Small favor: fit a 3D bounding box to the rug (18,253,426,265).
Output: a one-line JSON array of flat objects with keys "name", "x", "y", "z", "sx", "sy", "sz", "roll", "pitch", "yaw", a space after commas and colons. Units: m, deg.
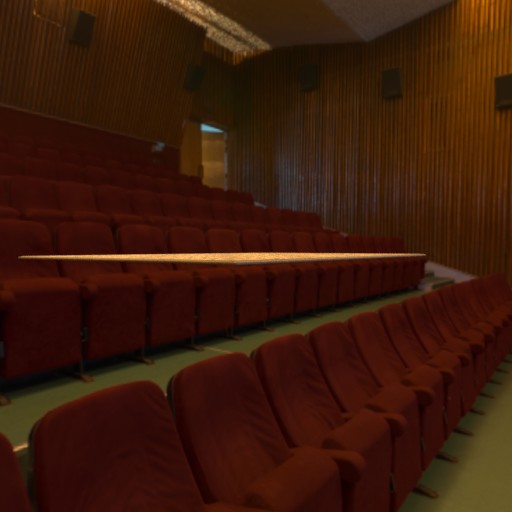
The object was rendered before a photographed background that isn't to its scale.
[{"name": "rug", "x": 0.000, "y": 0.000, "z": 2.319, "sx": 1.224, "sy": 0.012, "sz": 1.847, "roll": 1, "pitch": 1, "yaw": 36}]
